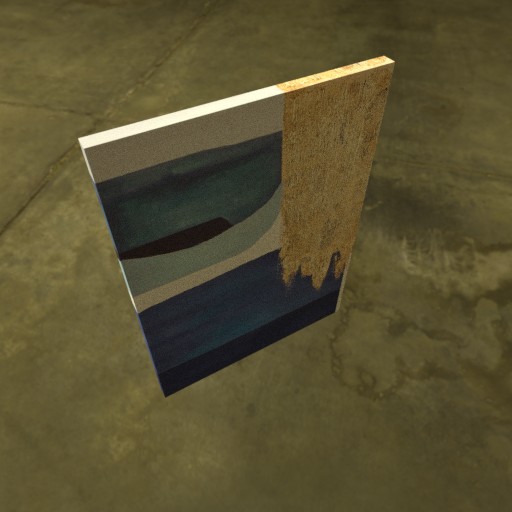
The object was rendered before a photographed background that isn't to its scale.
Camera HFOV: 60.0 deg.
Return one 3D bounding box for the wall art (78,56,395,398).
[{"bbox_3d":[0.000,0.000,0.804,0.458,0.613,0.026,-23,51,-20],"label":"wall art"}]
